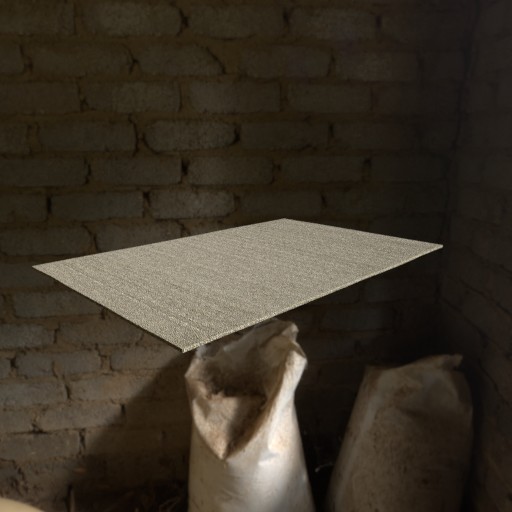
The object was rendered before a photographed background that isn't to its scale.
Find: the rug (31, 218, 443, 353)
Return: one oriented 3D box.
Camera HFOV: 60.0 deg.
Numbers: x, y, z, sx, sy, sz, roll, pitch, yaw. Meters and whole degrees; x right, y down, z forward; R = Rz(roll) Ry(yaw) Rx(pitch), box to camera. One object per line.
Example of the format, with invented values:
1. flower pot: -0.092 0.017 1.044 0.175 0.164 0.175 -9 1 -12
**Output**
1. rug: 0.000 0.000 2.927 1.532 0.018 2.297 15 21 43
